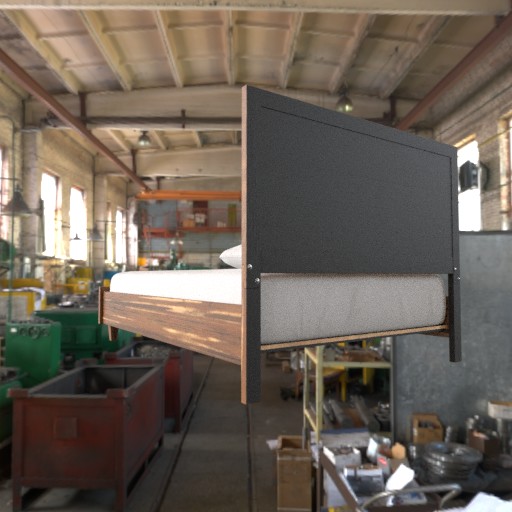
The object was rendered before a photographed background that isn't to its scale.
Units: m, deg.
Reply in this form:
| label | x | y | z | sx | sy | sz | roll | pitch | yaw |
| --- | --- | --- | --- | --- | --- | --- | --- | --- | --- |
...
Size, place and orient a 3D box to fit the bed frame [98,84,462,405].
| label | x | y | z | sx | sy | sz | roll | pitch | yaw |
| --- | --- | --- | --- | --- | --- | --- | --- | --- | --- |
| bed frame | 0.000 | 0.000 | 3.370 | 1.696 | 1.417 | 2.276 | 2 | -3 | -35 |
